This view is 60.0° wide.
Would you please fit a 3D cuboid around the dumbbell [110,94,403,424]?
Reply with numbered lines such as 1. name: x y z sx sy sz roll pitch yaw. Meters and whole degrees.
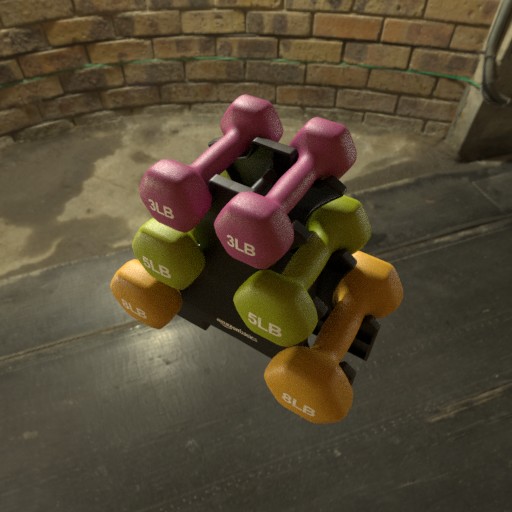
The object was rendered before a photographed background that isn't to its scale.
1. dumbbell: 0.000 0.000 0.469 0.300 0.271 0.190 25 53 21
